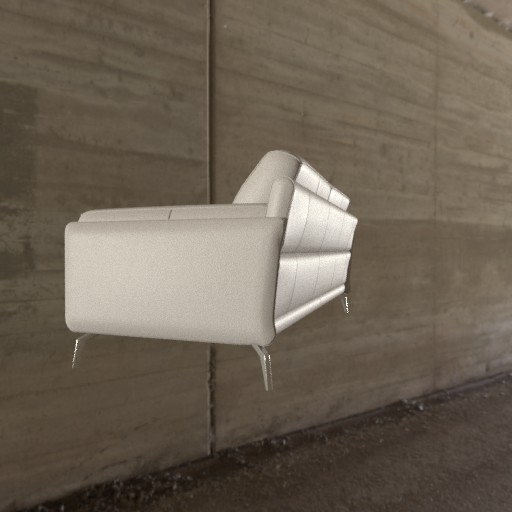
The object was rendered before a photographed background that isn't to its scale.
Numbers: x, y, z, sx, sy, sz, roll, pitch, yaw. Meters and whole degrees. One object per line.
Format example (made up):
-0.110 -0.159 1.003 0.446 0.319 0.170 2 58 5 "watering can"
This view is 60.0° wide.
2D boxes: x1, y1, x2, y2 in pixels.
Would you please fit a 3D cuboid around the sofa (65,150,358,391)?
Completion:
0.000 0.000 2.617 1.049 0.930 2.101 0 1 19 "sofa"
